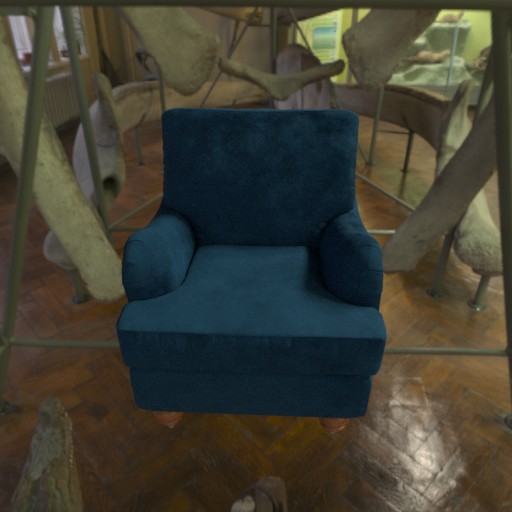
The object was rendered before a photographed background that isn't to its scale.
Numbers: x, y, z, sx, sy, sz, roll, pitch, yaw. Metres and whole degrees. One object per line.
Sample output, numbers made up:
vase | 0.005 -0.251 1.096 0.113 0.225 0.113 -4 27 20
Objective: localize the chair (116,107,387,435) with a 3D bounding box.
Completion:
chair | 0.000 0.000 1.829 0.895 1.076 1.078 1 30 2
